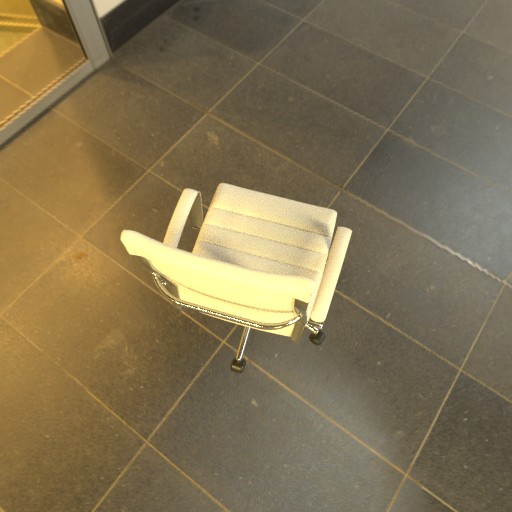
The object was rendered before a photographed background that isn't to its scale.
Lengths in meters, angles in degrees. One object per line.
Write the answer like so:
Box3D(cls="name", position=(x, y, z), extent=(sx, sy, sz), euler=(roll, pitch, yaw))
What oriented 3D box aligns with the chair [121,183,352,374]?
Box3D(cls="chair", position=(0.000, 0.000, 1.569), extent=(0.679, 1.149, 0.679), euler=(15, 65, 7))
